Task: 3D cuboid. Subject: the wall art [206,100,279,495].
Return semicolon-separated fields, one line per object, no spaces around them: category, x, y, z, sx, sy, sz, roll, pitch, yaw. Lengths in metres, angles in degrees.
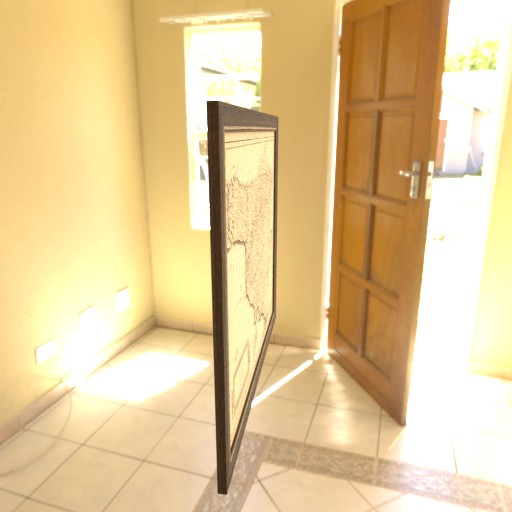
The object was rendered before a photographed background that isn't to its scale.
wall art;0.000;0.000;1.413;0.023;0.875;1.033;2;16;8
